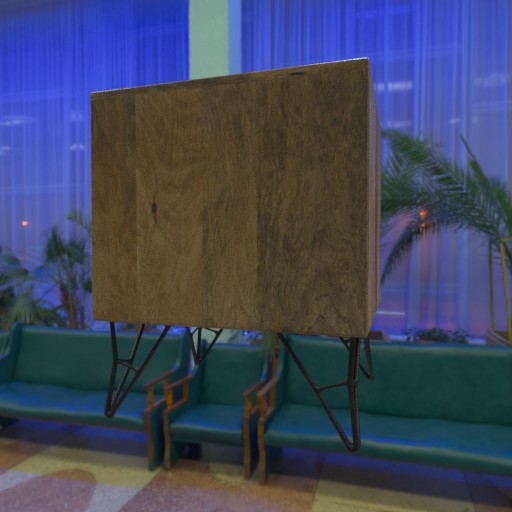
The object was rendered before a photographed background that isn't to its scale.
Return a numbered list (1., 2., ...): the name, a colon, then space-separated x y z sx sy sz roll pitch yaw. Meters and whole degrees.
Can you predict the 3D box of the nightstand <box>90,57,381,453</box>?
1. nightstand: 0.000 0.000 0.876 0.457 0.559 0.406 0 2 18
